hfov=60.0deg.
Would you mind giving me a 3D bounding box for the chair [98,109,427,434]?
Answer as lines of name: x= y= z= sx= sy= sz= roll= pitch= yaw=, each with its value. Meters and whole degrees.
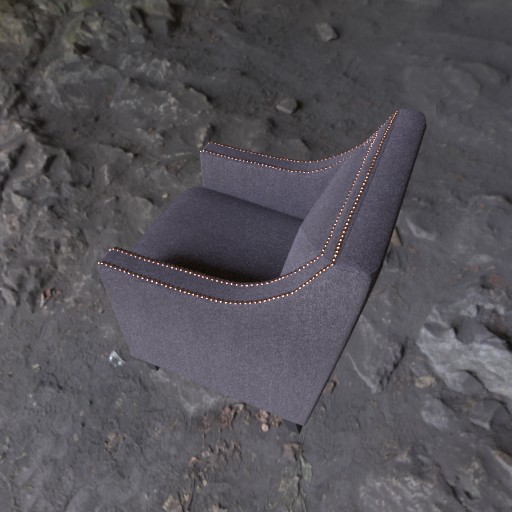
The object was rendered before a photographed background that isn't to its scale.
chair: x=0.000 y=0.000 z=1.635 sx=0.884 sy=0.967 sz=0.776 roll=17 pitch=49 yaw=16
